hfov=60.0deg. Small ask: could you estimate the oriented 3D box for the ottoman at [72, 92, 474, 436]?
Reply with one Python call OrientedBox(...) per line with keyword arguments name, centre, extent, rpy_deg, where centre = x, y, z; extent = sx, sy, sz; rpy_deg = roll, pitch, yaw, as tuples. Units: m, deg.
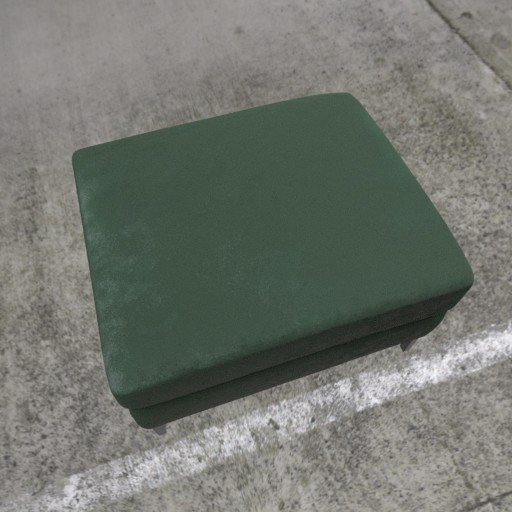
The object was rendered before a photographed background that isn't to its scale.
OrientedBox(name="ottoman", centre=(0.000, 0.000, 1.266), extent=(0.839, 0.538, 0.701), rpy_deg=(-16, 59, -10))
